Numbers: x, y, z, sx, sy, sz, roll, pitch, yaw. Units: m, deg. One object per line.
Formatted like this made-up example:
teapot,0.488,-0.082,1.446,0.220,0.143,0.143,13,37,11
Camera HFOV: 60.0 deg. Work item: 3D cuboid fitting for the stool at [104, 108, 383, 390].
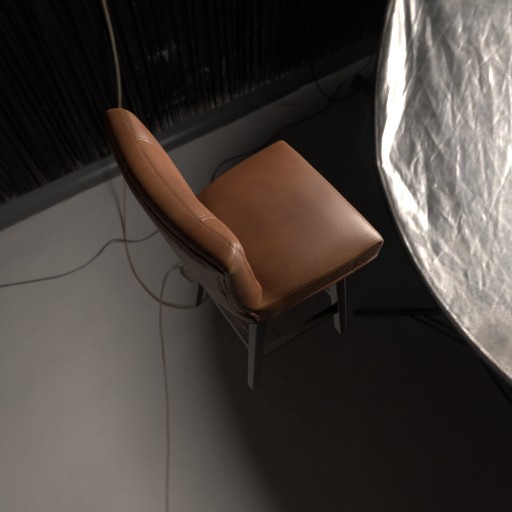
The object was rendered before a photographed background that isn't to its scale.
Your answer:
stool,0.000,0.000,1.440,0.585,1.094,0.522,-31,64,-17
